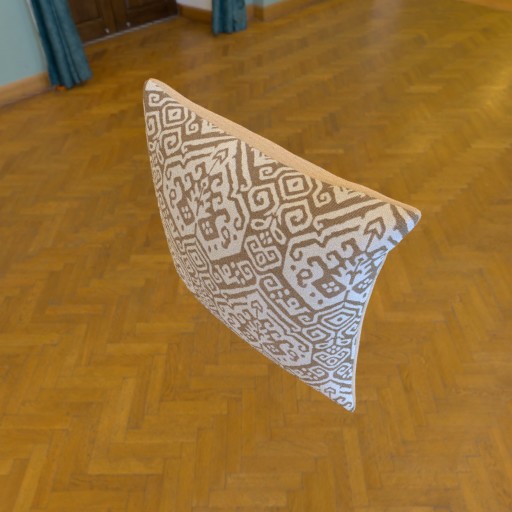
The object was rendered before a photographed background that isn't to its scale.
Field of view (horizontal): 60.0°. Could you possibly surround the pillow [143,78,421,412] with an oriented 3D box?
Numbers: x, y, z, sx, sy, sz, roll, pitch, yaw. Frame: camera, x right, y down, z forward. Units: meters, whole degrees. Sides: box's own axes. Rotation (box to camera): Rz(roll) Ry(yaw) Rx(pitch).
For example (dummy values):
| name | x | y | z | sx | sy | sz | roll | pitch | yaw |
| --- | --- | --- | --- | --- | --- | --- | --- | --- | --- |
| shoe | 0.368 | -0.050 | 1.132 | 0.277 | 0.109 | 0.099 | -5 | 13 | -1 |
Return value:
| name | x | y | z | sx | sy | sz | roll | pitch | yaw |
| --- | --- | --- | --- | --- | --- | --- | --- | --- | --- |
| pillow | 0.000 | 0.000 | 0.648 | 0.419 | 0.407 | 0.173 | 34 | 55 | 28 |
